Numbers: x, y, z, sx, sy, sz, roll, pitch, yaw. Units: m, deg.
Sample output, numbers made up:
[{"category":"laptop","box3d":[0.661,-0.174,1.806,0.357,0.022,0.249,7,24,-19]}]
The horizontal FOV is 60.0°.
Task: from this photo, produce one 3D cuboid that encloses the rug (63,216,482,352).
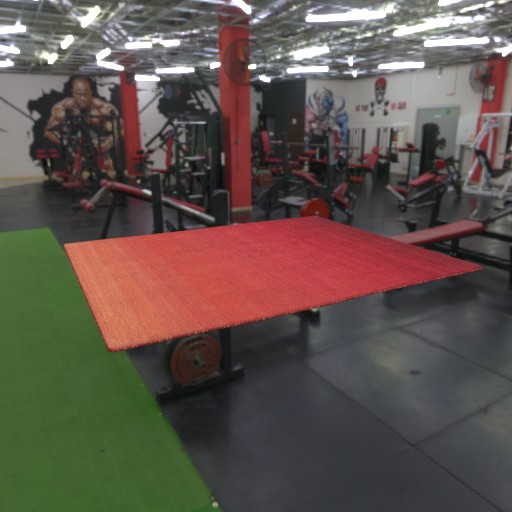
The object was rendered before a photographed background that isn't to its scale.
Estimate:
[{"category":"rug","box3d":[0.000,0.000,3.865,2.905,0.028,2.340,-9,19,-27]}]
